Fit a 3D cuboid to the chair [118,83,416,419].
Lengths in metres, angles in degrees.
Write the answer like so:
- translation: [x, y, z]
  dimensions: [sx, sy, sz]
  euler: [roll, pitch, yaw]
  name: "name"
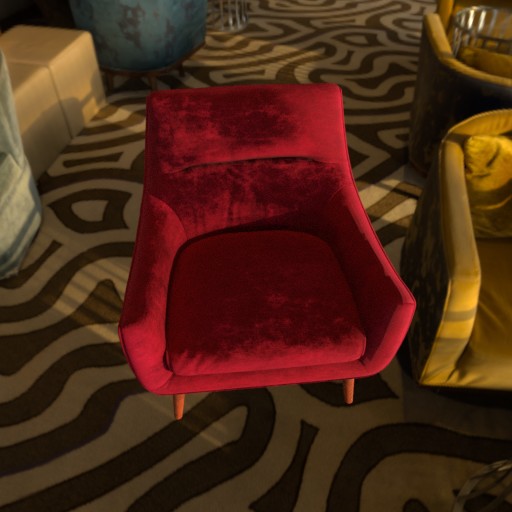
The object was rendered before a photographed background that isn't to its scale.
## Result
- translation: [0.000, 0.000, 1.455]
  dimensions: [0.762, 0.838, 0.787]
  euler: [-4, 46, -4]
  name: "chair"
